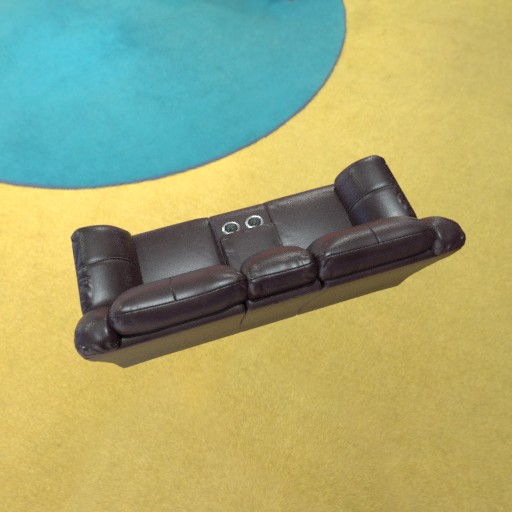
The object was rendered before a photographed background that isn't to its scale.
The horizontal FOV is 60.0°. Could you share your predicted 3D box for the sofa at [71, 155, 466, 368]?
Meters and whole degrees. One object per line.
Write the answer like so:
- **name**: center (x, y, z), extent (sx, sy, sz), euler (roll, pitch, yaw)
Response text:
- **sofa**: center (0.000, 0.000, 2.667), extent (2.058, 1.043, 0.991), euler (-15, 60, -9)
